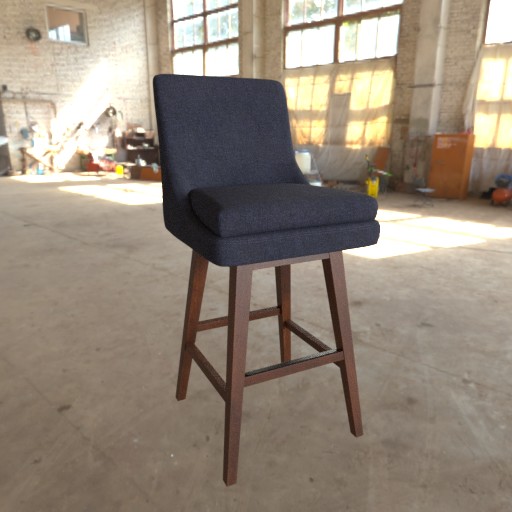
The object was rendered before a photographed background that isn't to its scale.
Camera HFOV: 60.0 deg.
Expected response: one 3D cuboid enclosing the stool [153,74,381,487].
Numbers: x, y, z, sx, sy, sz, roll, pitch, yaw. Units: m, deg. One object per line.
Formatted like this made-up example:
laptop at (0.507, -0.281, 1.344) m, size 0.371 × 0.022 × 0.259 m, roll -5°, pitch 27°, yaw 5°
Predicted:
stool at (0.000, 0.000, 1.350) m, size 0.489 × 1.068 × 0.572 m, roll -8°, pitch 18°, yaw -26°
